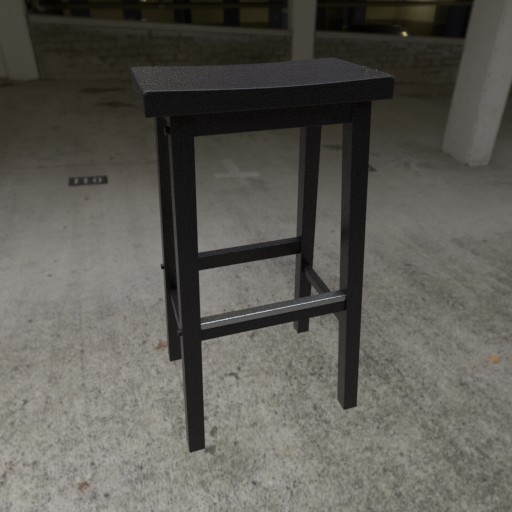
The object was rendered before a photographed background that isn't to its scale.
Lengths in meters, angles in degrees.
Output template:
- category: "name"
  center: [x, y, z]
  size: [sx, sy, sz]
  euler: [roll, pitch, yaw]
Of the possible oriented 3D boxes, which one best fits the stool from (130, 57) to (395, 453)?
- category: "stool"
  center: [0.000, 0.000, 0.952]
  size: [0.406, 0.742, 0.322]
  euler: [-9, 33, -15]
